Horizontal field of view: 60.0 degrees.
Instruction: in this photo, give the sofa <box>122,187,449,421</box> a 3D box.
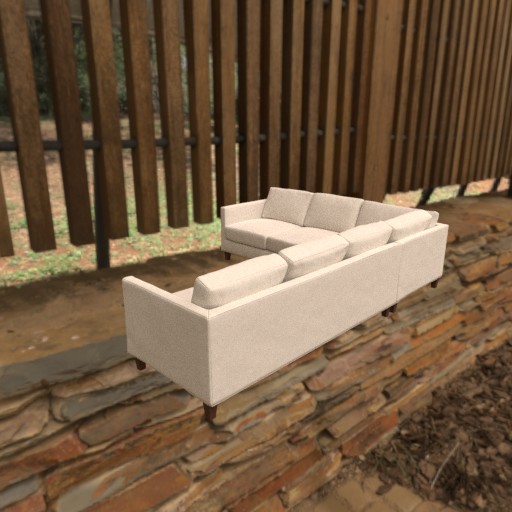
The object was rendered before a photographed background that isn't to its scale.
[{"bbox_3d":[0.000,0.000,4.324,2.432,0.863,3.182,16,23,43],"label":"sofa"}]
